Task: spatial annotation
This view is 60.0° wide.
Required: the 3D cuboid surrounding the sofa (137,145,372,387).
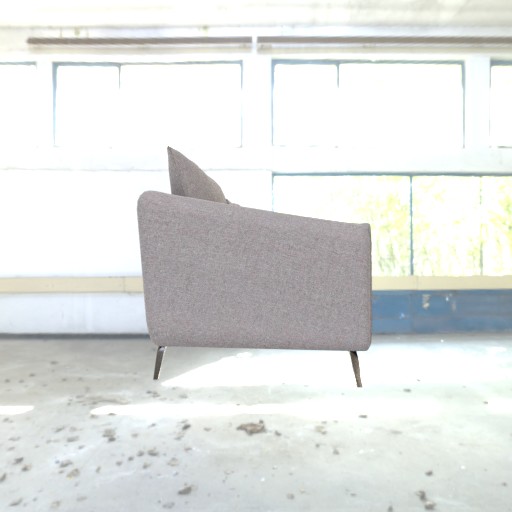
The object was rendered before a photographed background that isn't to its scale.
[{"bbox_3d":[0.000,0.000,2.446,0.809,0.833,2.022,0,1,1],"label":"sofa"}]
